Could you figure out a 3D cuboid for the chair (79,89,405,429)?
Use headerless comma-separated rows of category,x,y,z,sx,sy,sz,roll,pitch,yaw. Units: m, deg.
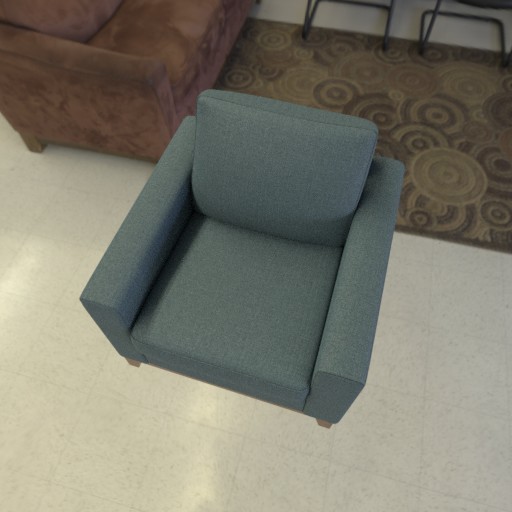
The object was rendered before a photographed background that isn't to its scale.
chair,0.000,0.000,1.873,1.024,1.010,1.038,15,59,9
